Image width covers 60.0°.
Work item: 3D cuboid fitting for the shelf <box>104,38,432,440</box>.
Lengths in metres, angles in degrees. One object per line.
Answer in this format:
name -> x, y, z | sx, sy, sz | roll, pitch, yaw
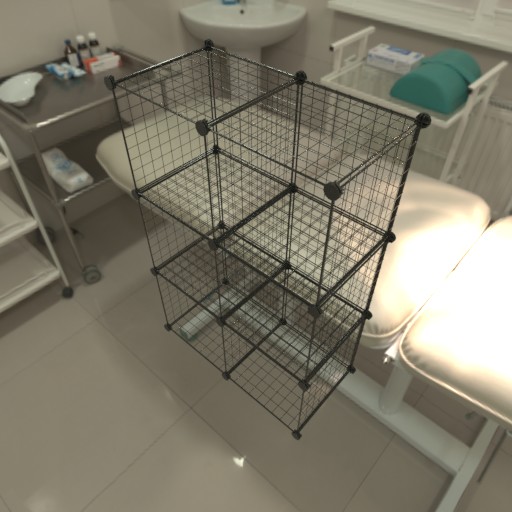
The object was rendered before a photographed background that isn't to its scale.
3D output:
shelf -> 0.000, 0.000, 1.409 | 0.711, 1.067, 0.356 | 32, 53, 28
